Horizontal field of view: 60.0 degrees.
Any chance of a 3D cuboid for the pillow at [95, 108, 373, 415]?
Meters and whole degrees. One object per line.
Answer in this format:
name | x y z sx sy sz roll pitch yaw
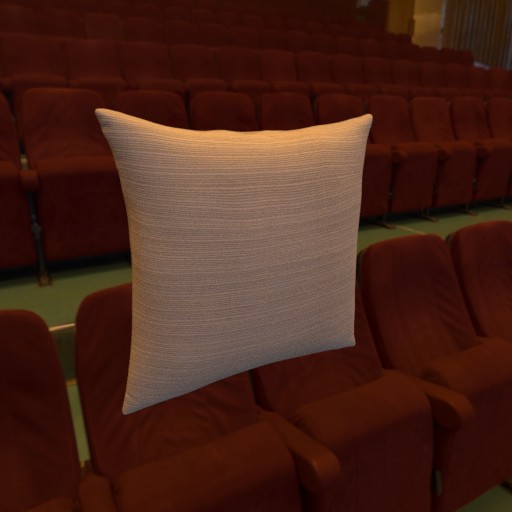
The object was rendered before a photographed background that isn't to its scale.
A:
pillow | 0.000 0.000 0.795 0.512 0.497 0.204 -9 19 -28
